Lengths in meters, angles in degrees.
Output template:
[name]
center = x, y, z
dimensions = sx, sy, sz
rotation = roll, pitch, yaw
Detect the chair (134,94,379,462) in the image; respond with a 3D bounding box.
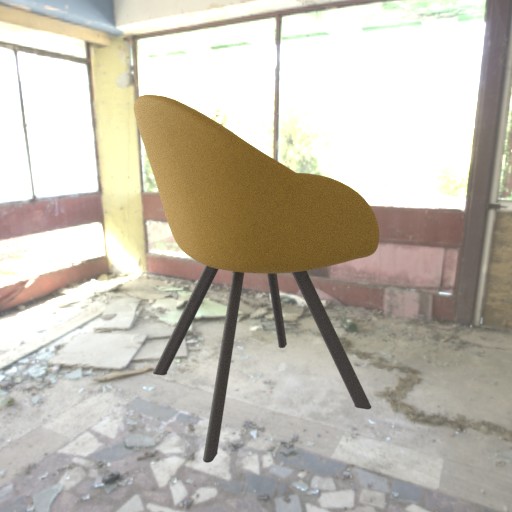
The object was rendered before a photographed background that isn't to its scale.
[chair]
center = 0.000, 0.000, 1.199
dimensions = 0.583, 0.793, 0.551
rotation = -7, 15, -26
